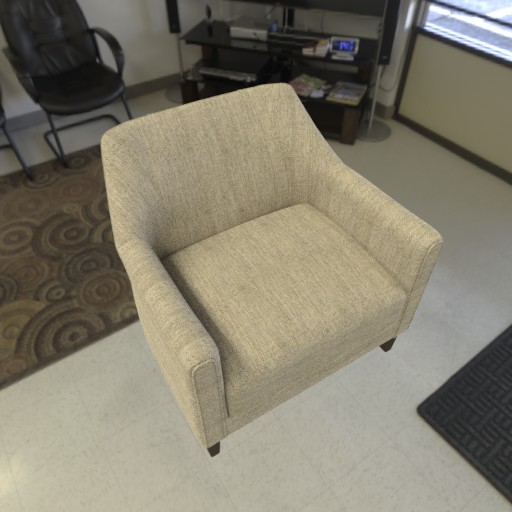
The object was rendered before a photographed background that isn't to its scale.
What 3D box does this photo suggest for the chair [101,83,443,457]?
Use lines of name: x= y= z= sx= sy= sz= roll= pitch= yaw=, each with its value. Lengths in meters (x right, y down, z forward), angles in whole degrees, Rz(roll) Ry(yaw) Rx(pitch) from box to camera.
chair: x=0.000 y=0.000 z=1.417 sx=0.796 sy=0.761 sz=0.758 roll=-24 pitch=50 yaw=-21
